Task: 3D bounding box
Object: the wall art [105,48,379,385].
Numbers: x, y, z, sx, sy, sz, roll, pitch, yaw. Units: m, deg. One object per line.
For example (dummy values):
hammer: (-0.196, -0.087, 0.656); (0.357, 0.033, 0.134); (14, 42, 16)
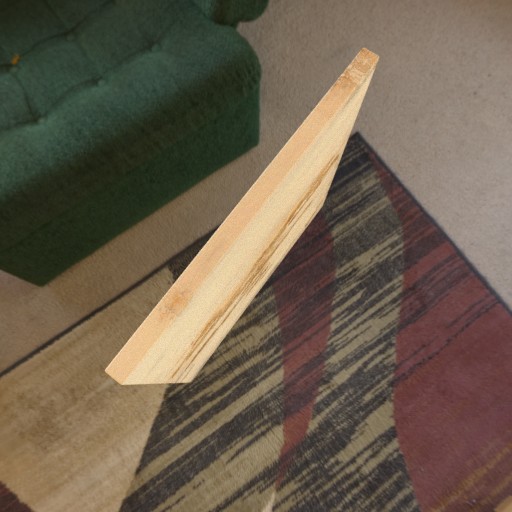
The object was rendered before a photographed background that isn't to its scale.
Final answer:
wall art: (0.000, 0.000, 1.136); (0.038, 0.755, 0.753); (35, 77, 9)
